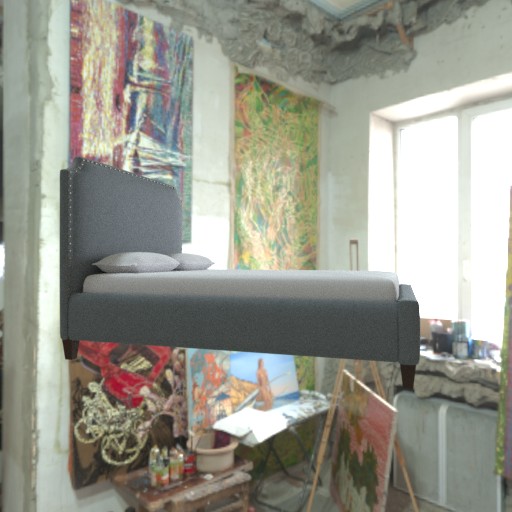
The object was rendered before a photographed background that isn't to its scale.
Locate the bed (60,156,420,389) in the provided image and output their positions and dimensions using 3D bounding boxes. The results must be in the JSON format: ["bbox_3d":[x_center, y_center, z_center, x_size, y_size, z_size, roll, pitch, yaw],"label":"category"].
[{"bbox_3d":[0.000,0.000,3.506,2.372,1.443,1.712,0,0,18],"label":"bed"}]
